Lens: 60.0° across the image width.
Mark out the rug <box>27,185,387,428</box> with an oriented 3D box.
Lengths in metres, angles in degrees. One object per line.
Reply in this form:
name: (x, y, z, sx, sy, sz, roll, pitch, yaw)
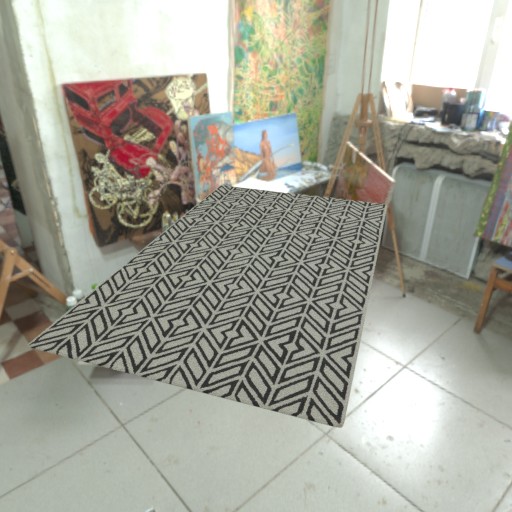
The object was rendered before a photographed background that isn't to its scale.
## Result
rug: (0.000, 0.000, 2.936, 1.523, 0.008, 2.438, 9, 30, 16)
